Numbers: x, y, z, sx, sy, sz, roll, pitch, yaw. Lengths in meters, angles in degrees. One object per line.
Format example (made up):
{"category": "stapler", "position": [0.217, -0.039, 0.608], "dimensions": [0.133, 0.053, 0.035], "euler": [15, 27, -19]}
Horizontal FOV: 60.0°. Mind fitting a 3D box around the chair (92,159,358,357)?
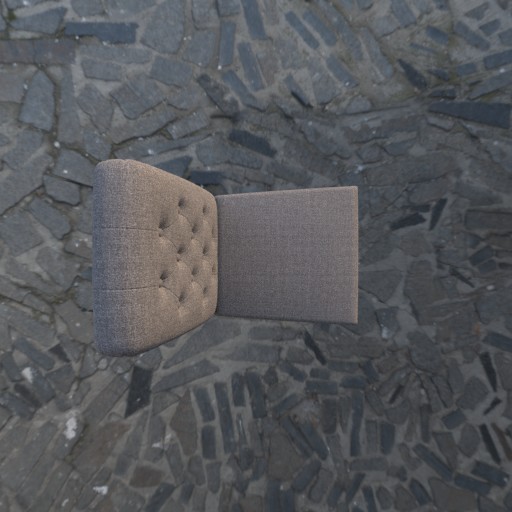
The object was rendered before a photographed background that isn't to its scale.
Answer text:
{"category": "chair", "position": [0.000, 0.000, 1.377], "dimensions": [0.671, 1.006, 0.456], "euler": [0, 91, 0]}
